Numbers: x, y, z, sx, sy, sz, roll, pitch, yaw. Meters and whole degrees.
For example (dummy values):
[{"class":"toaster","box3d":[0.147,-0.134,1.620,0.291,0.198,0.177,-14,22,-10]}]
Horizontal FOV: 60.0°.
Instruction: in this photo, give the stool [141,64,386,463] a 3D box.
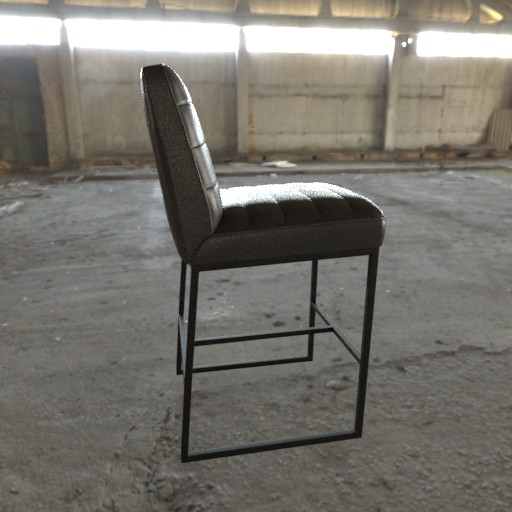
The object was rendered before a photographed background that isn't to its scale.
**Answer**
[{"class":"stool","box3d":[0.000,0.000,1.236,0.552,0.938,0.457,-3,17,-11]}]
